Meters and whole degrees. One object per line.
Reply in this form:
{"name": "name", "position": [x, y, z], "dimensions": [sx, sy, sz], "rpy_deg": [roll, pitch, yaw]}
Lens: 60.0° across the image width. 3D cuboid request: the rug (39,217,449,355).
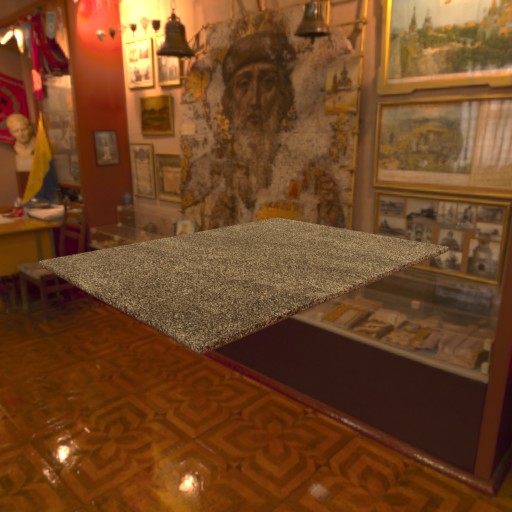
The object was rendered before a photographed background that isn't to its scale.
{"name": "rug", "position": [0.000, 0.000, 2.146], "dimensions": [1.601, 0.025, 1.198], "rpy_deg": [-14, 21, -43]}
